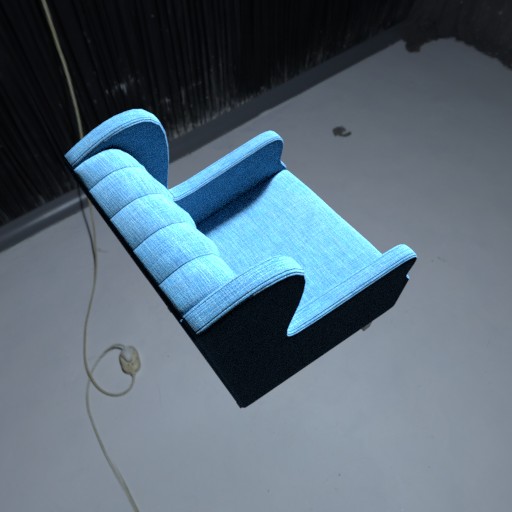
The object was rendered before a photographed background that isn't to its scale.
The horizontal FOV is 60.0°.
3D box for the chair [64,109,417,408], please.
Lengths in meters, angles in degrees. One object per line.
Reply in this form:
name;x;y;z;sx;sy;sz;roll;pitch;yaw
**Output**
chair;0.000;0.000;1.472;0.775;0.952;0.711;-32;62;-20
